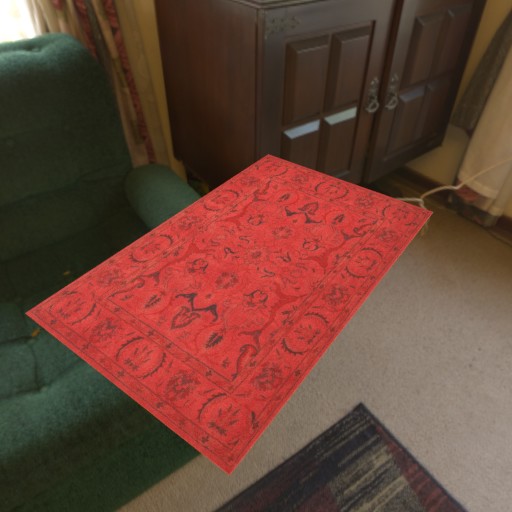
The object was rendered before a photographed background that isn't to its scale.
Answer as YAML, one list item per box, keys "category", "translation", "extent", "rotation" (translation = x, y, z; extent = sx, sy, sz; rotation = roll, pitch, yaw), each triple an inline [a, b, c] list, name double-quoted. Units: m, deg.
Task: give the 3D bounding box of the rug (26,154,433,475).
- category: "rug"
  translation: [0.000, 0.000, 2.963]
  extent: [1.534, 0.010, 2.423]
  rotation: [26, 47, 27]
